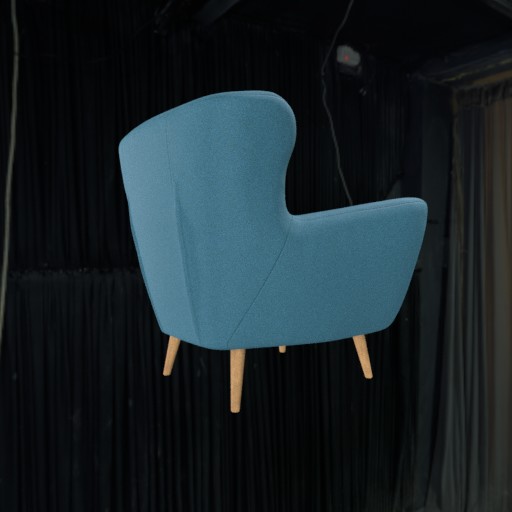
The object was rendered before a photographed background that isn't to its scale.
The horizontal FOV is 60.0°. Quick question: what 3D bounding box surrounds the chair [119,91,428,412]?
[{"bbox_3d":[0.000,0.000,1.612,0.889,0.889,0.890,-1,2,-37],"label":"chair"}]
